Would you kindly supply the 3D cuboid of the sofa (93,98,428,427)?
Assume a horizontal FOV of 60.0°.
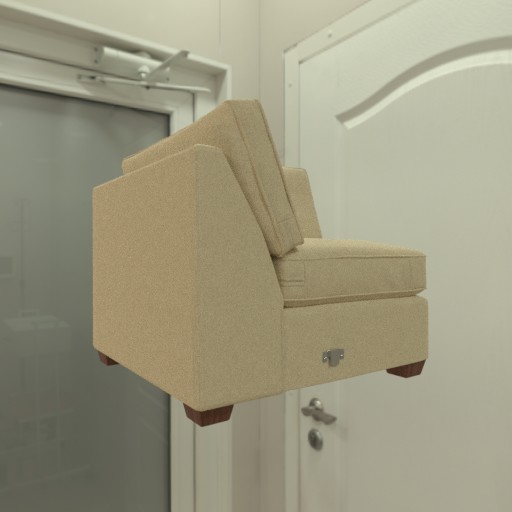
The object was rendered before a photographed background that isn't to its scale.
[{"bbox_3d":[0.000,0.000,1.982,1.146,1.002,1.084,0,1,-35],"label":"sofa"}]
